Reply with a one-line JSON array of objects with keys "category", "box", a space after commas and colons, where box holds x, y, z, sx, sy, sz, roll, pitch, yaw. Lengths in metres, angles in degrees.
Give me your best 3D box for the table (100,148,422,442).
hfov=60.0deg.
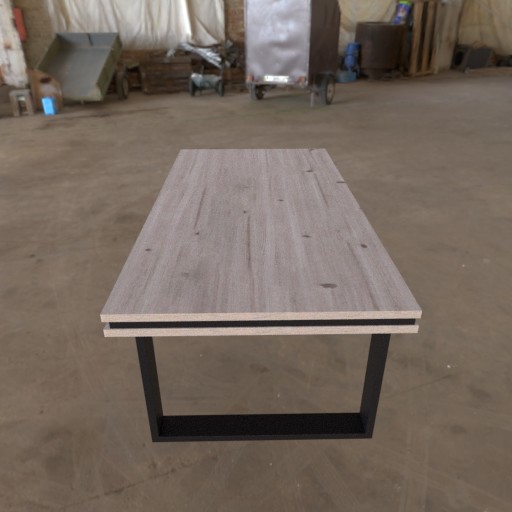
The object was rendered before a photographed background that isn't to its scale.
[{"category": "table", "box": [0.000, 0.000, 1.663, 0.700, 0.450, 1.350, -1, 28, -1]}]
